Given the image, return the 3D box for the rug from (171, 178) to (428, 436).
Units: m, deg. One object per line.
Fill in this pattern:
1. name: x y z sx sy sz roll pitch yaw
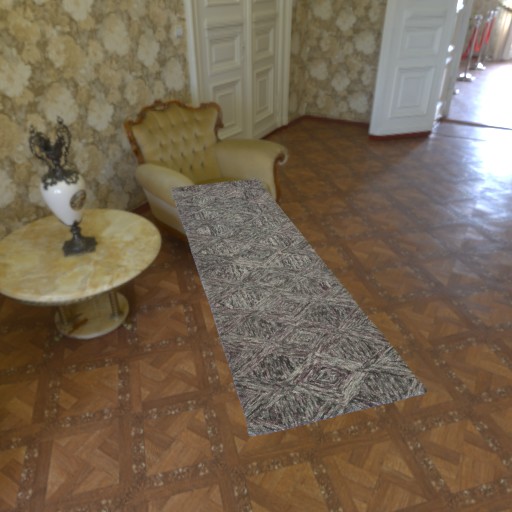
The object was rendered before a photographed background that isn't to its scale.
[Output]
1. rug: 0.000 0.000 2.556 0.719 0.013 2.305 -9 32 -14
